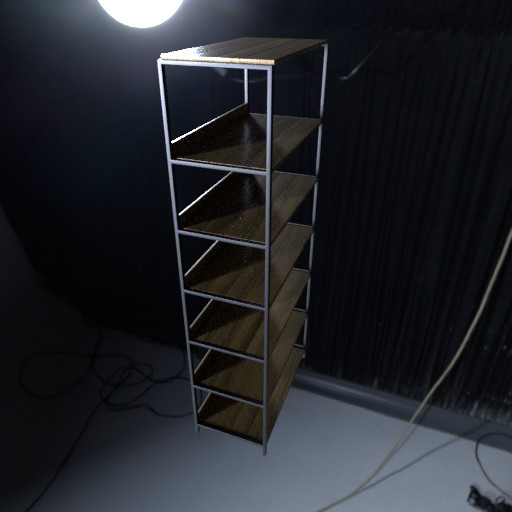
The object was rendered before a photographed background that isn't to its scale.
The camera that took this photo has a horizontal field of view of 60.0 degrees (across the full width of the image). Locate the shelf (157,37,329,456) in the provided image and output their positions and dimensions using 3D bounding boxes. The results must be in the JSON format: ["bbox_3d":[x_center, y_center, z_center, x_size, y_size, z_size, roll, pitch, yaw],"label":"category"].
[{"bbox_3d":[0.000,0.000,2.346,0.431,2.015,0.847,11,32,18],"label":"shelf"}]
